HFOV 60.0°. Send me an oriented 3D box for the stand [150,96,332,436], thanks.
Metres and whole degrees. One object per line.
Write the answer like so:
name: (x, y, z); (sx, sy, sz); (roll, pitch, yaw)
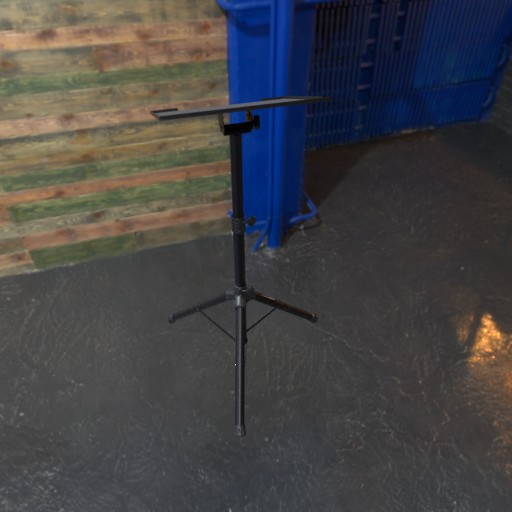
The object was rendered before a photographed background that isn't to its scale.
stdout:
stand: (0.000, 0.000, 1.605); (0.702, 1.198, 0.702); (-11, 41, -13)
